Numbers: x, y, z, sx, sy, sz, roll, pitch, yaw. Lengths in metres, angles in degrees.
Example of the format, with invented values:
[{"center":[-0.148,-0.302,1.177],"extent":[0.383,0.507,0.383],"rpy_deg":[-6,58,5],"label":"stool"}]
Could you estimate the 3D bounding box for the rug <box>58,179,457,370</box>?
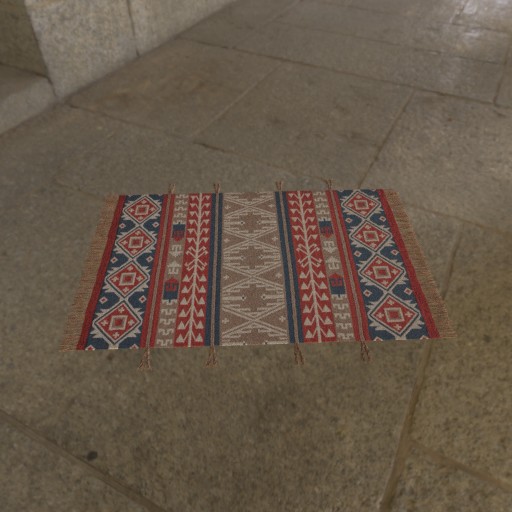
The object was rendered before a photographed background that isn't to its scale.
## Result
[{"center":[0.000,0.000,3.194],"extent":[2.450,0.048,1.778],"rpy_deg":[-2,46,-1],"label":"rug"}]
